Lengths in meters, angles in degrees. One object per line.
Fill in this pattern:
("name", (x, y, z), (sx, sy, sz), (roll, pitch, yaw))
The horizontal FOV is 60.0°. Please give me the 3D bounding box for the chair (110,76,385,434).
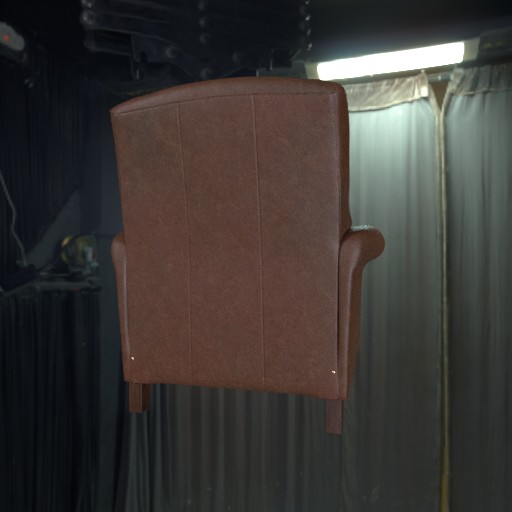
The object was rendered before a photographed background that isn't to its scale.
("chair", (0.000, 0.000, 1.731), (0.978, 1.061, 0.902), (0, 0, 16))
